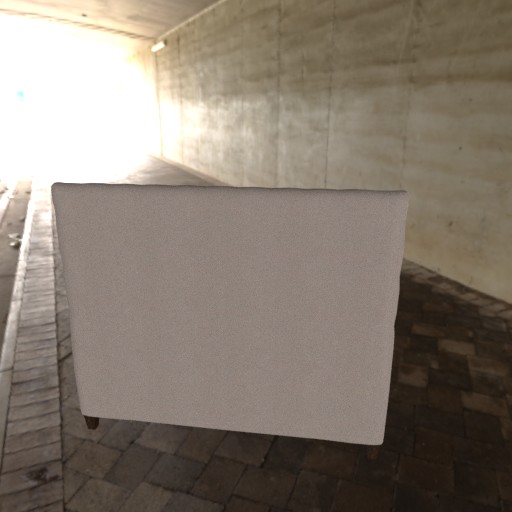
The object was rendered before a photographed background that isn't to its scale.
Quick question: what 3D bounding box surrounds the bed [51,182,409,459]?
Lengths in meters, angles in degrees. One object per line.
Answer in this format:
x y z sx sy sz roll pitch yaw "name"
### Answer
0.000 0.000 3.331 1.698 1.427 2.387 3 19 8 "bed"
